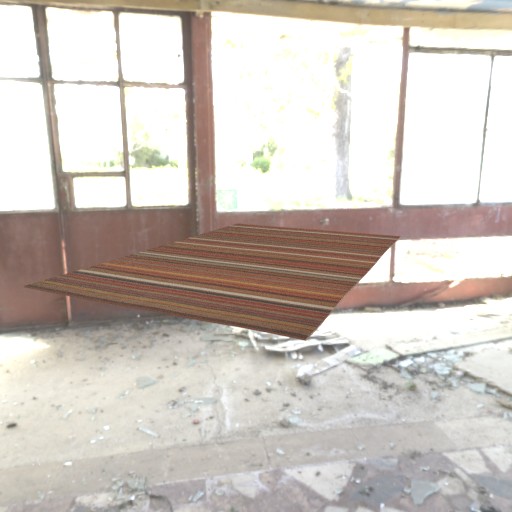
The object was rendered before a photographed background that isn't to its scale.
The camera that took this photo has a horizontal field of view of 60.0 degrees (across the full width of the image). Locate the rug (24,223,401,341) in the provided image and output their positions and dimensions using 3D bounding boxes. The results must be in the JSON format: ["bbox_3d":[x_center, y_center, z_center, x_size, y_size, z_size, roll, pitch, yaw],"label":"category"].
[{"bbox_3d":[0.000,0.000,2.346,1.217,0.007,1.828,6,15,25],"label":"rug"}]
